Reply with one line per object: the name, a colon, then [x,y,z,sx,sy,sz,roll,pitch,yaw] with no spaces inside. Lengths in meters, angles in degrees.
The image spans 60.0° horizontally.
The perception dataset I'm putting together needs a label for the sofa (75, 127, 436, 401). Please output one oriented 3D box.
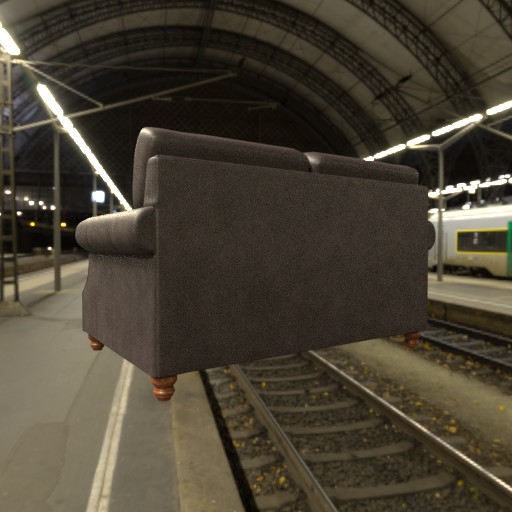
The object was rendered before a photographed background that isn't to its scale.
sofa: [0.000,0.000,2.327,1.663,0.979,1.030,-1,2,-34]
